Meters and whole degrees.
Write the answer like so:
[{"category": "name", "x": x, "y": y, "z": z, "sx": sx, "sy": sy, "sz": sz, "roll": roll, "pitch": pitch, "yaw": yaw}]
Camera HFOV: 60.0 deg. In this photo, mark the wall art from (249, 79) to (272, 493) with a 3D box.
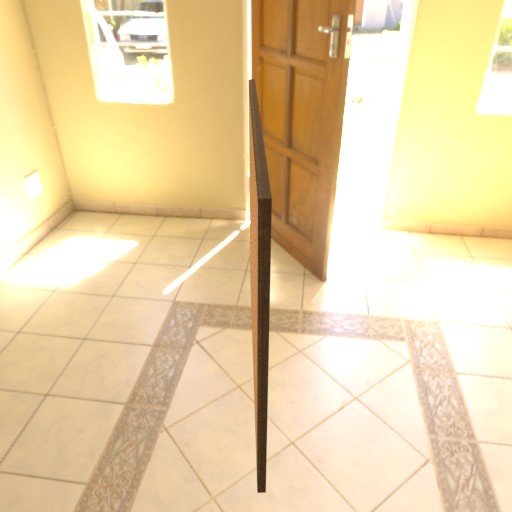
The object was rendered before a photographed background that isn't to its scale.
[{"category": "wall art", "x": 0.000, "y": 0.000, "z": 1.413, "sx": 0.023, "sy": 0.875, "sz": 1.033, "roll": -1, "pitch": 32, "yaw": -1}]
